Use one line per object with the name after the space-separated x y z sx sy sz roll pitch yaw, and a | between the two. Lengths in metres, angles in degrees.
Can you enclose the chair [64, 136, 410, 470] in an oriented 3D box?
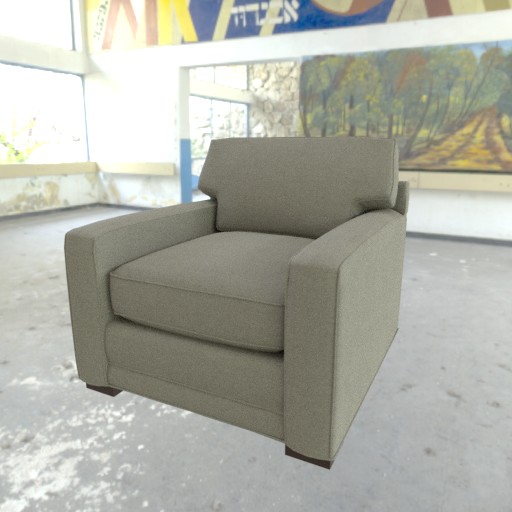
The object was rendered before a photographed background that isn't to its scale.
0.000 0.000 1.776 0.999 0.934 1.044 7 16 26 | chair
